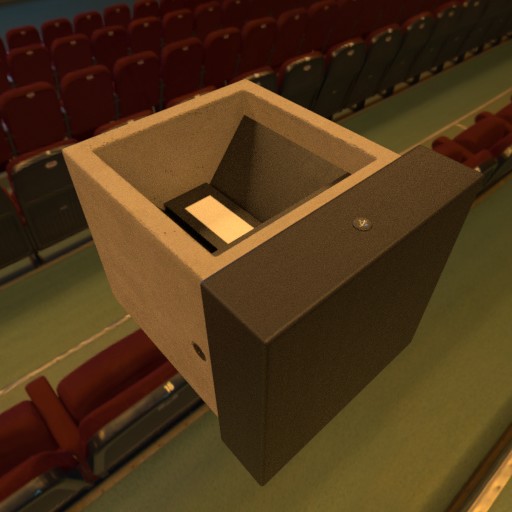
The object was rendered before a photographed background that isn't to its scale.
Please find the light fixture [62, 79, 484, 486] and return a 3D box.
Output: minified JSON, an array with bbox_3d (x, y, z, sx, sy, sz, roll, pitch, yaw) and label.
[{"bbox_3d":[0.000,0.000,0.230,0.121,0.121,0.143,-33,54,-28],"label":"light fixture"}]
